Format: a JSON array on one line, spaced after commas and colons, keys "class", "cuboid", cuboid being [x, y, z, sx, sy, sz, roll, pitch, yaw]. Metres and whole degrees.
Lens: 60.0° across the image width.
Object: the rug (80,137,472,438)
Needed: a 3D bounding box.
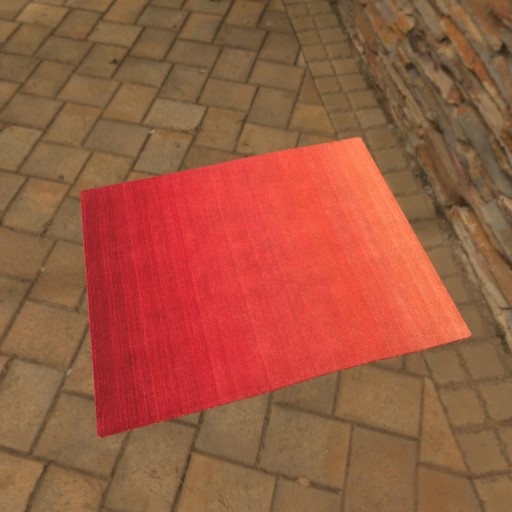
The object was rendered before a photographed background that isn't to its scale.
[{"class": "rug", "cuboid": [0.000, 0.000, 3.885, 2.905, 0.028, 2.340, -13, 58, -8]}]
